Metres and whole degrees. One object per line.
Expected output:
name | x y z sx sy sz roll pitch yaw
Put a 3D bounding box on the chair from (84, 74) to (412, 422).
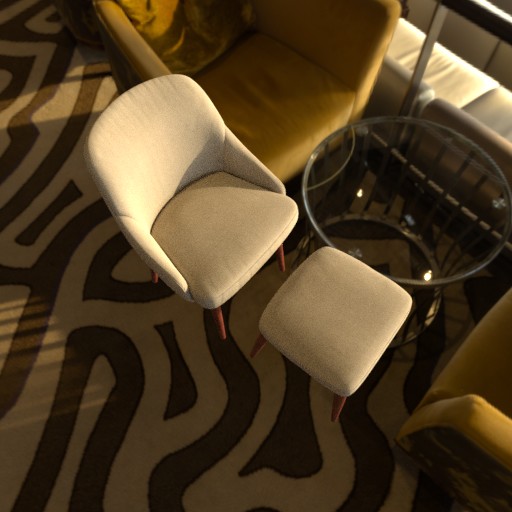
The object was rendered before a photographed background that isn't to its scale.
chair | 0.000 0.000 1.617 1.114 0.866 0.584 35 66 18
